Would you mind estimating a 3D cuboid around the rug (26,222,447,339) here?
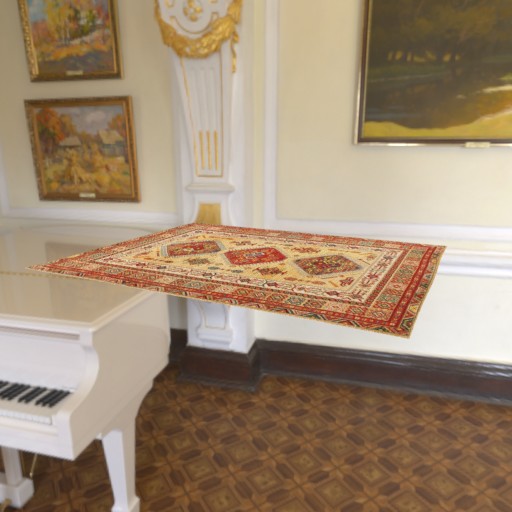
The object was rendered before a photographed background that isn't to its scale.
[{"bbox_3d":[0.000,0.000,4.069,3.067,0.005,2.460,7,16,26],"label":"rug"}]
